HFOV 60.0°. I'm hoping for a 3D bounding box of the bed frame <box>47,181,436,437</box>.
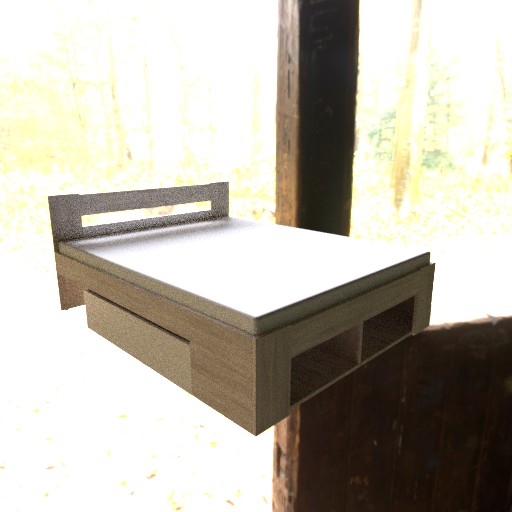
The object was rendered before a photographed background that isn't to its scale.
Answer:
[{"bbox_3d":[0.000,0.000,3.168,2.040,0.860,2.050,-14,20,-43],"label":"bed frame"}]
